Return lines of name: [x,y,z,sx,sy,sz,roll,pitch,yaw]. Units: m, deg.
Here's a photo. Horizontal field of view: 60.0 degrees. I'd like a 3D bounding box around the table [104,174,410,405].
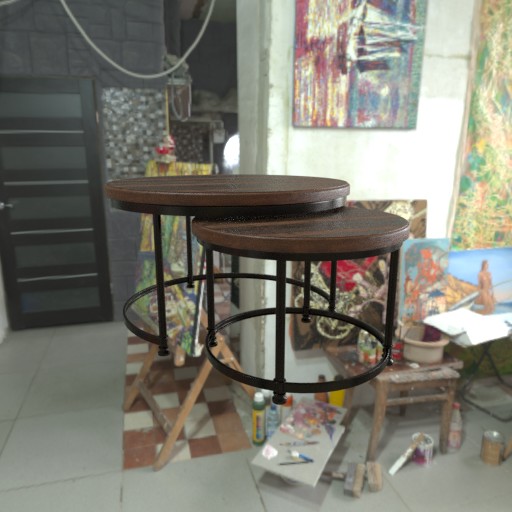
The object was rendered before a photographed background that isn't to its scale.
table: [0.000,0.000,1.586,0.870,0.516,1.152,-13,19,-43]
